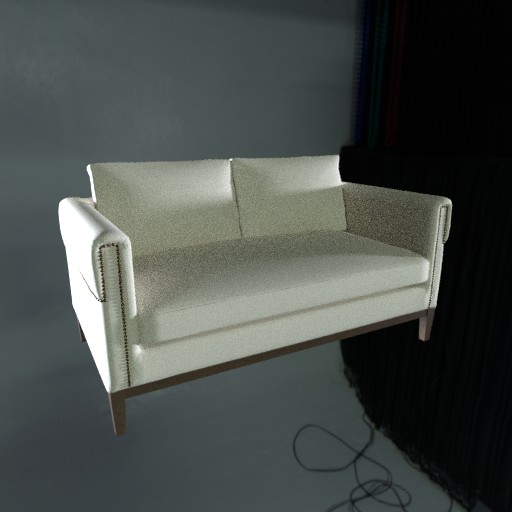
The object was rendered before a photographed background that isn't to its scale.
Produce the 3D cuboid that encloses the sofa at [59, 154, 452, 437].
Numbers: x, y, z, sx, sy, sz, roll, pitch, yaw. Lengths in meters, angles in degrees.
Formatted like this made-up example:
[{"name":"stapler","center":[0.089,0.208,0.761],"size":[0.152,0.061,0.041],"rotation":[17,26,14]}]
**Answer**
[{"name":"sofa","center":[0.000,0.000,2.077],"size":[1.598,0.873,0.905],"rotation":[-8,18,-27]}]
